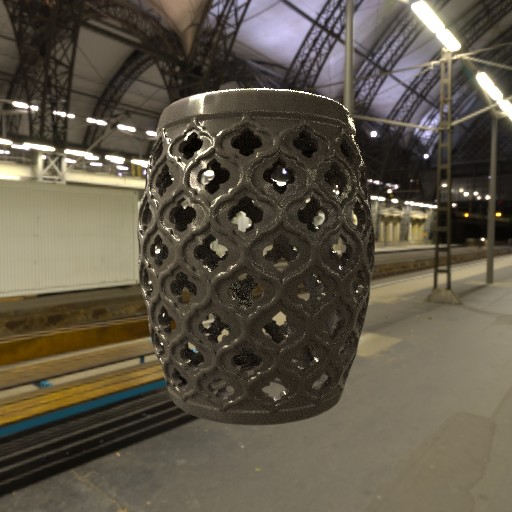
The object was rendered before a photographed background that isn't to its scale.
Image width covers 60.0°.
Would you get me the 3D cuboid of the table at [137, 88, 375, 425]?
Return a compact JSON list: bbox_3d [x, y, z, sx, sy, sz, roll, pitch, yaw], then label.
[{"bbox_3d":[0.000,0.000,0.629,0.325,0.388,0.325,0,3,0],"label":"table"}]
